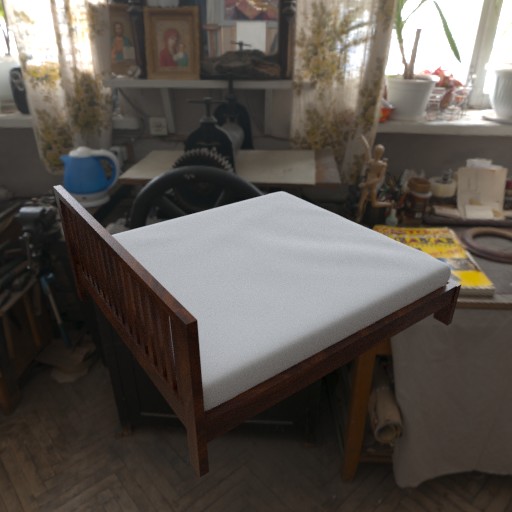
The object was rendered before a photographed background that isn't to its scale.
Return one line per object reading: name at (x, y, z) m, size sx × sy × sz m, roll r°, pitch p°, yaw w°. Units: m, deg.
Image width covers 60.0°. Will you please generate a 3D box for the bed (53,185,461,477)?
bed at (0.000, 0.000, 3.075) m, size 2.030 × 0.890 × 1.905 m, roll -19°, pitch 34°, yaw -31°
